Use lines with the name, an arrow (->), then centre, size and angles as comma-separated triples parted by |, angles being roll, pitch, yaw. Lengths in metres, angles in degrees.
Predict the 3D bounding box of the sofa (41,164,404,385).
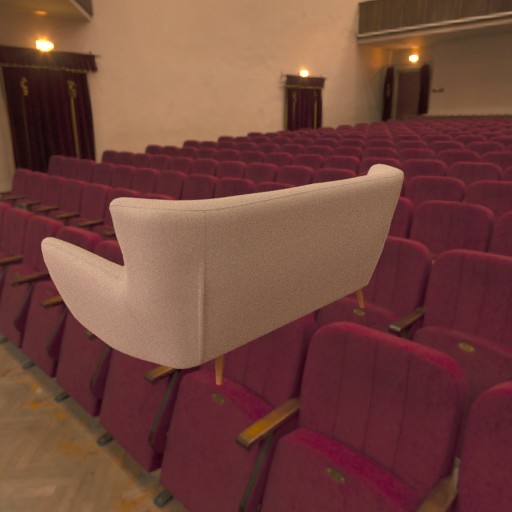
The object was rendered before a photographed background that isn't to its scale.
sofa -> 0.000, 0.000, 2.399 | 0.899, 0.890, 1.930 | 16, 23, 42
